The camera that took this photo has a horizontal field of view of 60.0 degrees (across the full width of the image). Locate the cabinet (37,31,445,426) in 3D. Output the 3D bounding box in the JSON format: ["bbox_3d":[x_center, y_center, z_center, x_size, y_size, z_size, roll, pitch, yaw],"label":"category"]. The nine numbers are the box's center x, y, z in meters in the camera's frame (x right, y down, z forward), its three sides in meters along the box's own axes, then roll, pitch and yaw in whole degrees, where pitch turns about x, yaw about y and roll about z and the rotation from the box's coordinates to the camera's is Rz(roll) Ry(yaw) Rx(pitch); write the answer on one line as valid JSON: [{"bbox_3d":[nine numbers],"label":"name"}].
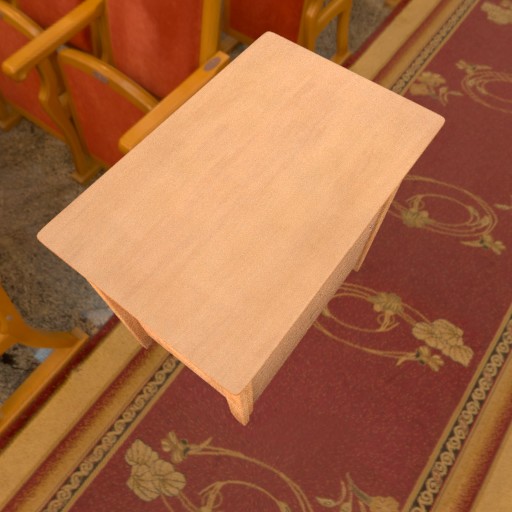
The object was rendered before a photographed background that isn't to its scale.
[{"bbox_3d":[0.000,0.000,1.265,0.503,0.762,0.763,34,68,16],"label":"cabinet"}]
